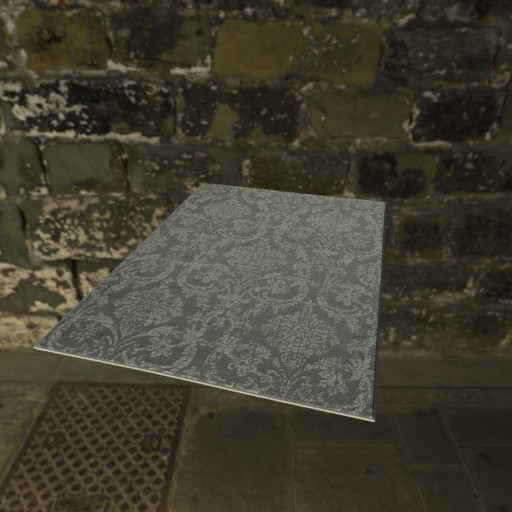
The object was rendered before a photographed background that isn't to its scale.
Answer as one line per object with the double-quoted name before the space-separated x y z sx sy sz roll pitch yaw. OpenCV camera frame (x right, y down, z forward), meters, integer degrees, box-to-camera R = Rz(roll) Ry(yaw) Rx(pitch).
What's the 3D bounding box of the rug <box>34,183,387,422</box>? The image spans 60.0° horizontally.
"rug" 0.000 0.000 2.829 1.578 0.014 2.206 8 31 13
